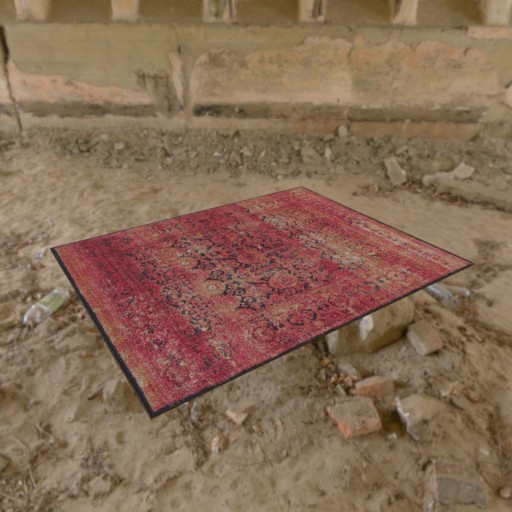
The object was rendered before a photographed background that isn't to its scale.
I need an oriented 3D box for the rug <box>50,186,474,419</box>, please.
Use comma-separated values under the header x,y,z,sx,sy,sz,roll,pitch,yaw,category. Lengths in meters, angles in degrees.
x,y,z,sx,sy,sz,roll,pitch,yaw,category
0.000,0.000,4.023,3.032,0.020,2.411,-18,33,-30,rug
